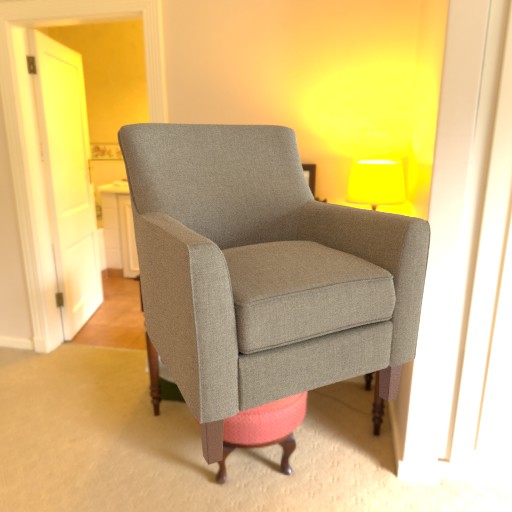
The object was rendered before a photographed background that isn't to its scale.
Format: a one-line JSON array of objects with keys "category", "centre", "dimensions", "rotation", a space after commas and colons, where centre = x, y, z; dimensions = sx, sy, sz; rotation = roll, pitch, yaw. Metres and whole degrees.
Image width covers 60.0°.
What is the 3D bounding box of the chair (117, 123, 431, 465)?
[{"category": "chair", "centre": [0.000, 0.000, 1.790], "dimensions": [0.887, 1.047, 0.993], "rotation": [-8, 17, -26]}]
